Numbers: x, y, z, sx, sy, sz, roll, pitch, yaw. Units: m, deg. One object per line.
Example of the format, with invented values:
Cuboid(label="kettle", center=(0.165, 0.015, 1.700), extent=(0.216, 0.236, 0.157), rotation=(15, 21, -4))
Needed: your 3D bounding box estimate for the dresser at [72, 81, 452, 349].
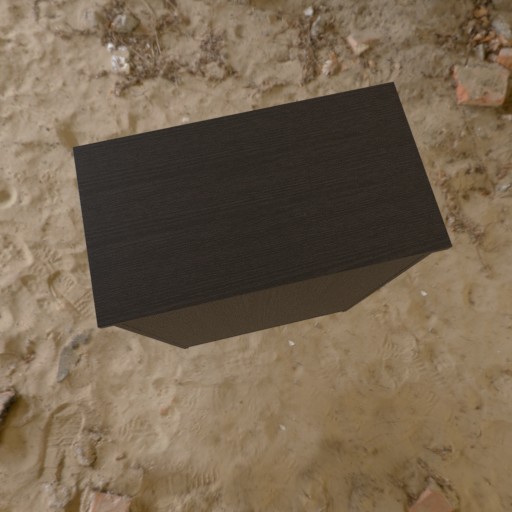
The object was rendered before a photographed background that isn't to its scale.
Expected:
Cuboid(label="dresser", center=(0.000, 0.000, 1.396), extent=(0.704, 1.020, 0.399), rotation=(-13, 76, -3))
